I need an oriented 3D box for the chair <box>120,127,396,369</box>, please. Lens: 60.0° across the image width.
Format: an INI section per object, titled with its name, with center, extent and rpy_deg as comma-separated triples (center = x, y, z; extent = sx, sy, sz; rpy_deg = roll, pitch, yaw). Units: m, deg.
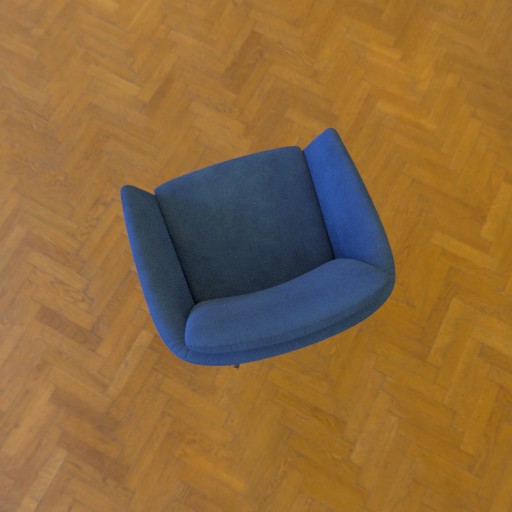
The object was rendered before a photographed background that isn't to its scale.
[chair]
center = 0.000, 0.000, 1.390
extent = 0.641, 0.908, 0.635
rpy_deg = -17, 76, -4
